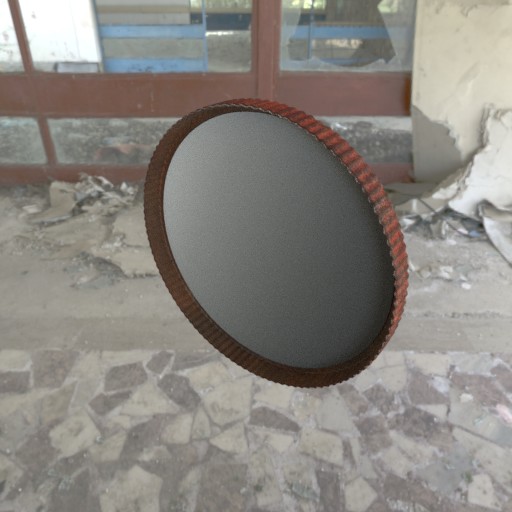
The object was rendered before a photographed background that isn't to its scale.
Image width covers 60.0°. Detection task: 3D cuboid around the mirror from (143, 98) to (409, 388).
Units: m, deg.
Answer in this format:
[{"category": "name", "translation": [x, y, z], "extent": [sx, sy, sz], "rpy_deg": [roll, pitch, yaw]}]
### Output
[{"category": "mirror", "translation": [0.000, 0.000, 0.908], "extent": [0.609, 0.609, 0.056], "rpy_deg": [20, 36, 30]}]
